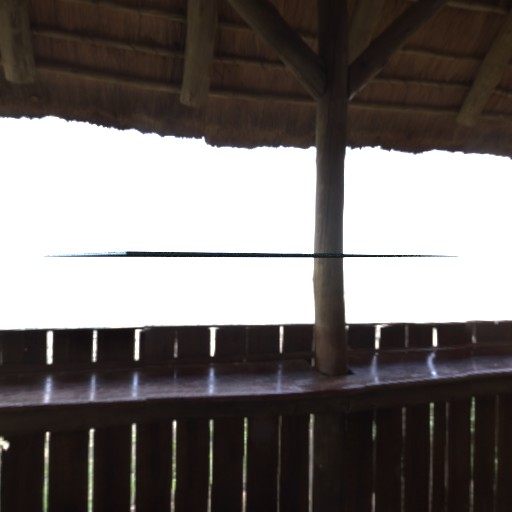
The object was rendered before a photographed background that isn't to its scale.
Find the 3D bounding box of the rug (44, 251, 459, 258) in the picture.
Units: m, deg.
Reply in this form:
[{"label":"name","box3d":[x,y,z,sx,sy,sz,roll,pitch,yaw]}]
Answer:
[{"label":"rug","box3d":[0.000,0.000,3.535,2.769,0.018,1.830,0,-1,-36]}]
